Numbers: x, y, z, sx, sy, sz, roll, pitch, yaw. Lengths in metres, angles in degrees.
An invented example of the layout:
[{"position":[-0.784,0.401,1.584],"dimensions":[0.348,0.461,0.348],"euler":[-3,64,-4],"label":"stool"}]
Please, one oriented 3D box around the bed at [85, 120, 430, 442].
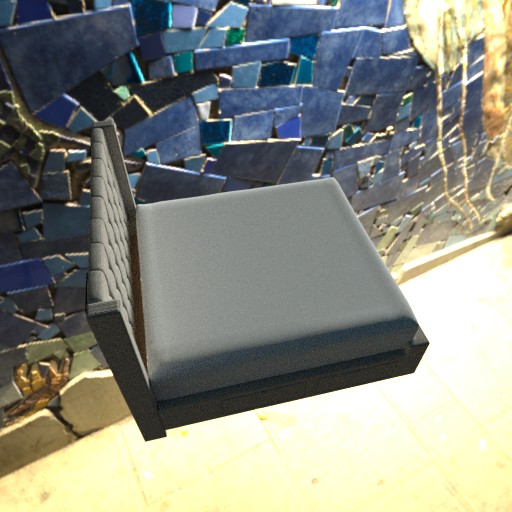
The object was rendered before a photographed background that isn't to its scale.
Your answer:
[{"position":[0.000,0.000,3.828],"dimensions":[2.372,1.748,2.044],"euler":[-10,48,-9],"label":"bed"}]
